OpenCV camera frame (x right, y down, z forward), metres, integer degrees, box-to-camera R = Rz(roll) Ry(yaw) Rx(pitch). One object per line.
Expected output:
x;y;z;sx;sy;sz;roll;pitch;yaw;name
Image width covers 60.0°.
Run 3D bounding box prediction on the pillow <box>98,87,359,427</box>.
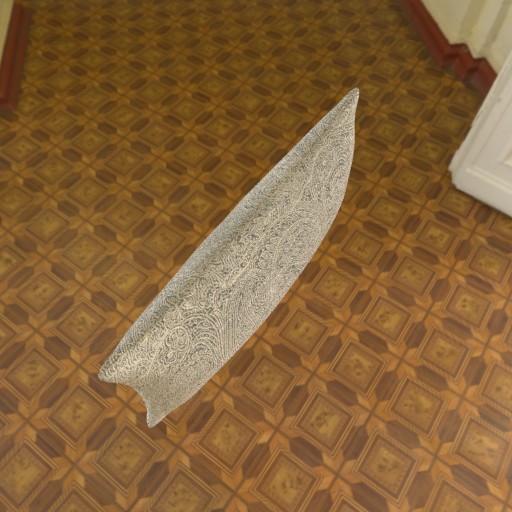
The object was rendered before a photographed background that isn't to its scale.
0.000;0.000;0.756;0.151;0.295;0.615;31;63;18;pillow
